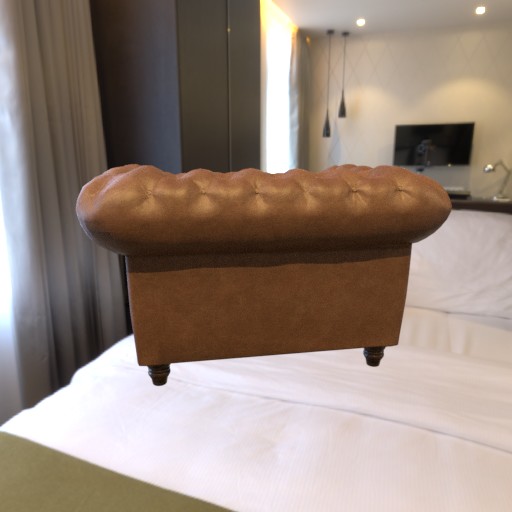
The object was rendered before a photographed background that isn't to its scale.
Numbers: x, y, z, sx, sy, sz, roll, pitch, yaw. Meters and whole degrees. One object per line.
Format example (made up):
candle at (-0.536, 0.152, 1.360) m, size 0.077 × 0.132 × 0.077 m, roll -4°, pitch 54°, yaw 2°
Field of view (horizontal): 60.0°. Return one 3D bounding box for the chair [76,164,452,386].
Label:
chair at (0.000, 0.000, 1.901) m, size 1.298 × 0.784 × 0.954 m, roll -2°, pitch 14°, yaw -10°
